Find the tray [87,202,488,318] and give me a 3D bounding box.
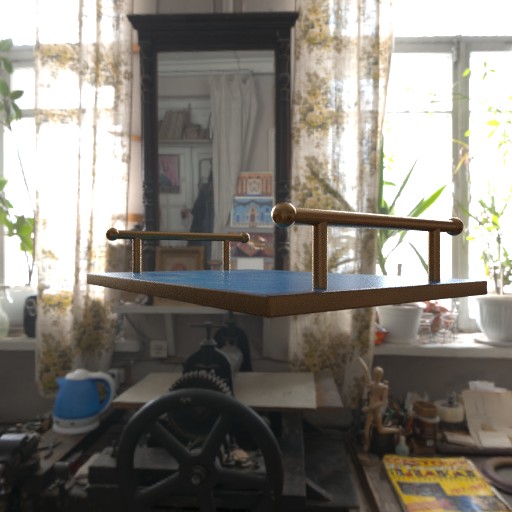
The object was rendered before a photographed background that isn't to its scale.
[{"bbox_3d":[0.000,0.000,0.573,0.304,0.084,0.444,0,0,-36],"label":"tray"}]
